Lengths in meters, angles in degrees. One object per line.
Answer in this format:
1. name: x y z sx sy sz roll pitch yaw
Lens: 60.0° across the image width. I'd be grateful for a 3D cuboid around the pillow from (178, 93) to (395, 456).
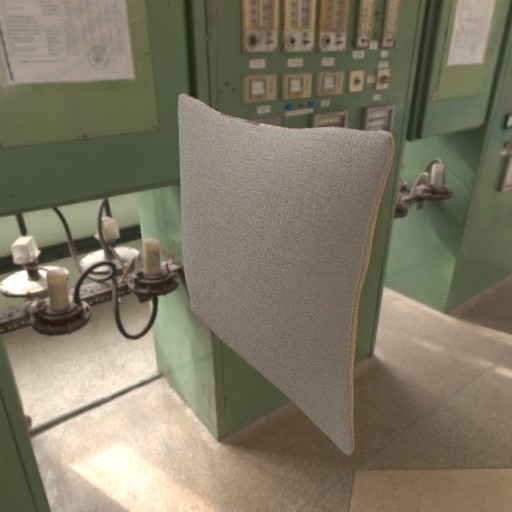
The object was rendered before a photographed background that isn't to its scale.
1. pillow: 0.000 0.000 0.650 0.136 0.419 0.437 -17 31 -32
